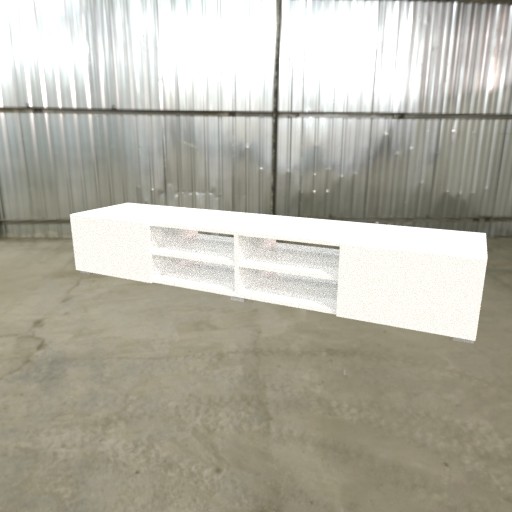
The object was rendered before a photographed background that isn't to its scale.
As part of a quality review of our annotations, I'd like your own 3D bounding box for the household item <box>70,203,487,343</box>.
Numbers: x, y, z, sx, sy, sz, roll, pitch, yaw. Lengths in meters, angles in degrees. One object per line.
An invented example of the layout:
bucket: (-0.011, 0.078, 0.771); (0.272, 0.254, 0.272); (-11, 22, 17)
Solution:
household item: (0.000, 0.000, 2.030); (1.850, 0.310, 0.420); (7, 17, 25)
